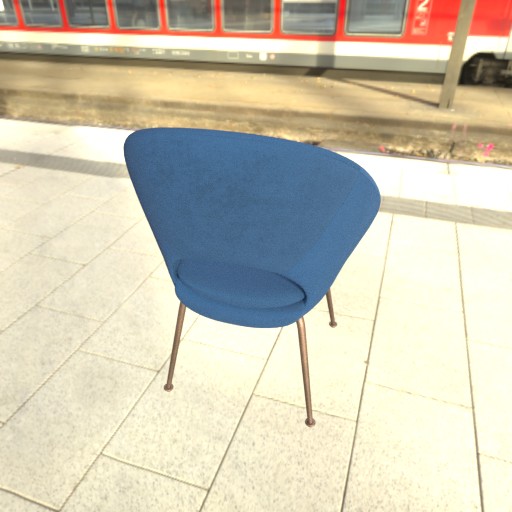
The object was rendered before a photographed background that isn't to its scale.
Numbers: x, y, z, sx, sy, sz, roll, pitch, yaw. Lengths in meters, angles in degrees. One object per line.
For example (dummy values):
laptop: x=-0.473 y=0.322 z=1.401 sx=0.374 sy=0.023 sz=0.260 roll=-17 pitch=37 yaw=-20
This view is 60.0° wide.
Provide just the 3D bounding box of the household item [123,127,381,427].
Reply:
household item: x=0.000 y=0.000 z=1.247 sx=0.623 sy=0.852 sz=0.573 roll=9 pitch=33 yaw=14
